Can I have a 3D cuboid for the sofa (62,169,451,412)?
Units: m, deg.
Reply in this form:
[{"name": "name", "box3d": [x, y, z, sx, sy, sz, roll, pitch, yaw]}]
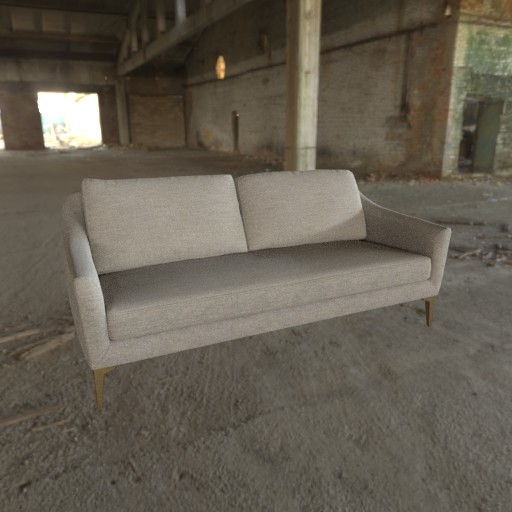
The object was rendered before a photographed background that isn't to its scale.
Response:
[{"name": "sofa", "box3d": [0.000, 0.000, 2.564, 2.036, 0.913, 0.980, -8, 18, -25]}]
